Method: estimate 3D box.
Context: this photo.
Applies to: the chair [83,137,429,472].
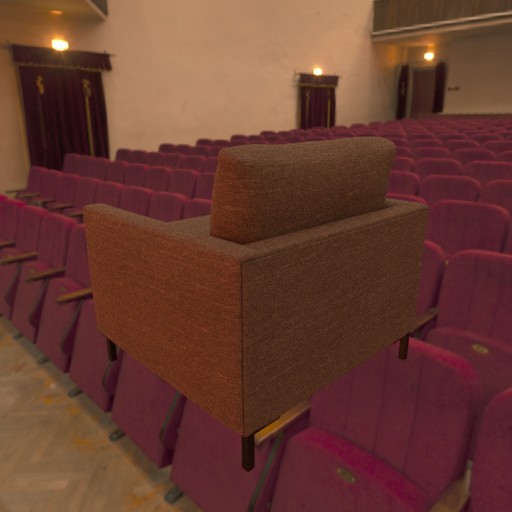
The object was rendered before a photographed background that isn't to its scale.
[{"bbox_3d":[0.000,0.000,1.615,0.940,0.841,0.845,-16,23,-41],"label":"chair"}]
